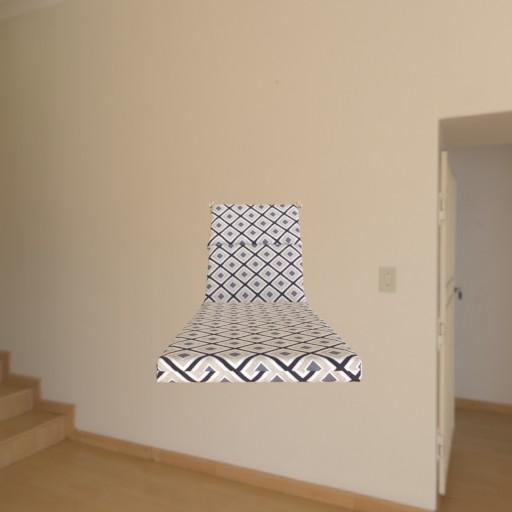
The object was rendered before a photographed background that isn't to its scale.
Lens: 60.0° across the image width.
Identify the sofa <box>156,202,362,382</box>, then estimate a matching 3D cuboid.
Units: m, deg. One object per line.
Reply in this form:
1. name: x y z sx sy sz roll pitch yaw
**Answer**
1. sofa: 0.000 0.000 1.920 0.582 0.622 1.663 0 1 -1
